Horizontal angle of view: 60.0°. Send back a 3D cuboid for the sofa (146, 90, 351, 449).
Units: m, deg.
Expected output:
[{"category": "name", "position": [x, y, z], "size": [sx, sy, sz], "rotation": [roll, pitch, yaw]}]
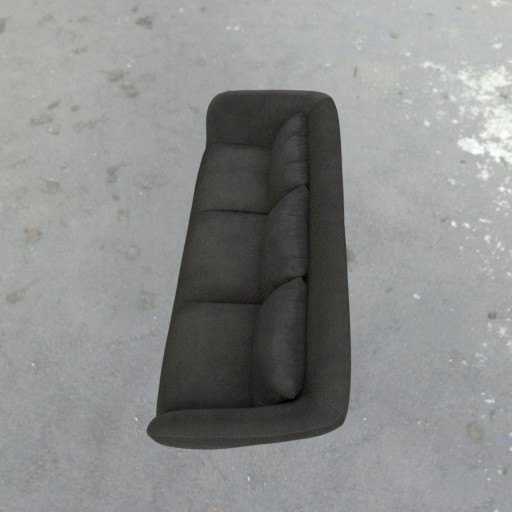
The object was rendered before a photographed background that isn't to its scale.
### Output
[{"category": "sofa", "position": [0.000, 0.000, 2.710], "size": [0.956, 0.875, 2.296], "rotation": [3, 57, 2]}]
